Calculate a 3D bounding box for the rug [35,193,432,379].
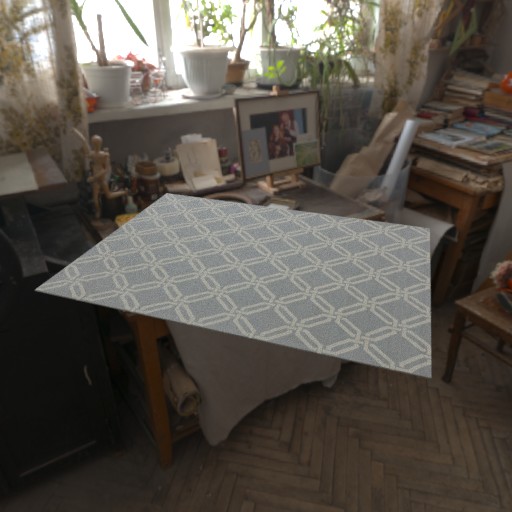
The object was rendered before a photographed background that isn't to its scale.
[{"bbox_3d":[0.000,0.000,4.496,3.353,0.013,2.438,9,31,16],"label":"rug"}]
